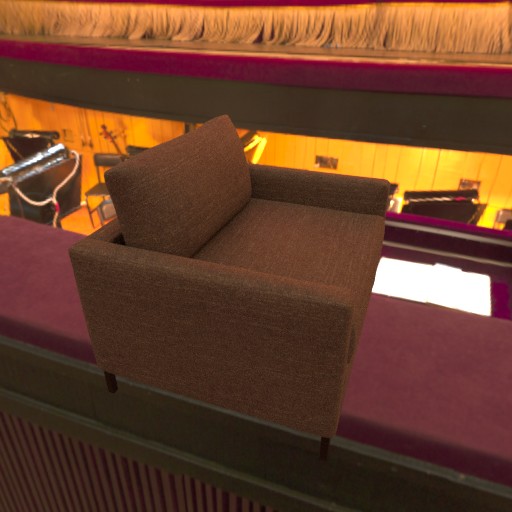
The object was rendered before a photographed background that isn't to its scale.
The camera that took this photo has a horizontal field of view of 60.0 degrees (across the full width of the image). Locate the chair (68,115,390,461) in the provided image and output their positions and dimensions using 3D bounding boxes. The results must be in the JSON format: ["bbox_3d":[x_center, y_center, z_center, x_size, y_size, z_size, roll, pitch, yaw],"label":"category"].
[{"bbox_3d":[0.000,0.000,1.616,0.845,0.841,0.940,11,32,18],"label":"chair"}]
